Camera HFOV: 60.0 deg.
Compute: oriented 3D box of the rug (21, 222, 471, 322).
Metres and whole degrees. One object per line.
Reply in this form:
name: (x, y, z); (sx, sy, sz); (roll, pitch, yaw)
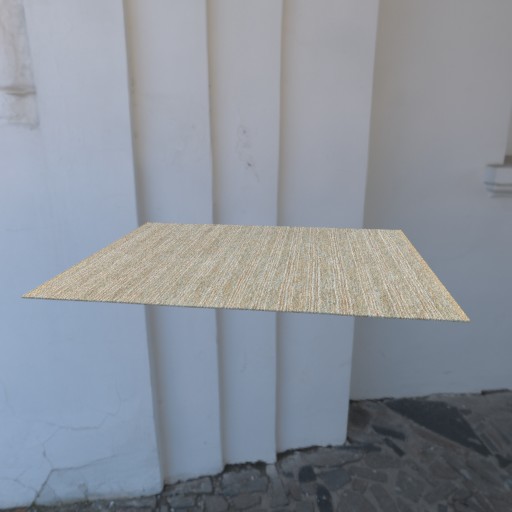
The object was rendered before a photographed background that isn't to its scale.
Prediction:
rug: (0.000, 0.000, 4.114); (3.034, 0.012, 2.471); (2, 17, 7)
